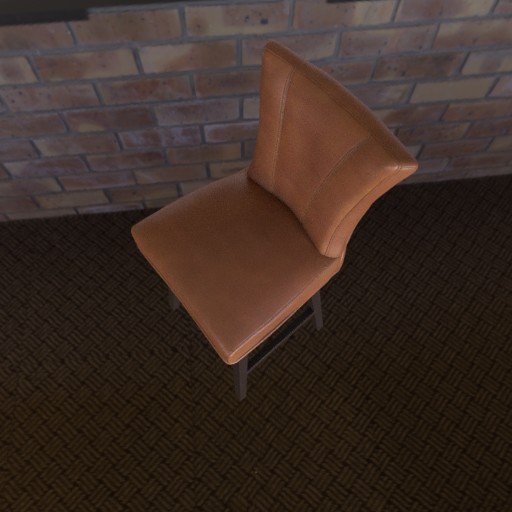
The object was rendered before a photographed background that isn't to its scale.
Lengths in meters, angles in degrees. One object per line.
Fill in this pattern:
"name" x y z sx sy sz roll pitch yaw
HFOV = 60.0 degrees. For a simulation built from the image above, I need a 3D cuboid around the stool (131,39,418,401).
"stool" 0.000 0.000 1.450 0.585 1.094 0.522 -35 69 -16
